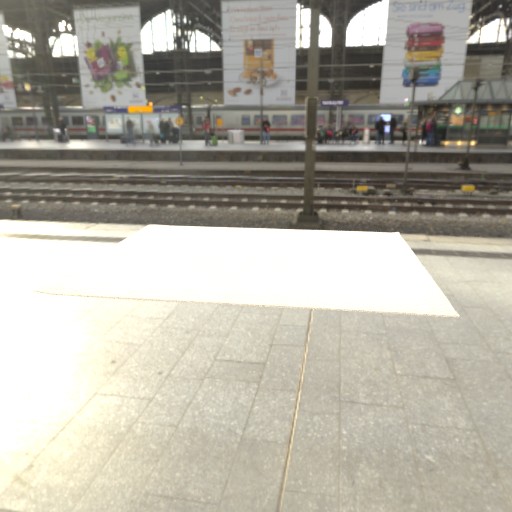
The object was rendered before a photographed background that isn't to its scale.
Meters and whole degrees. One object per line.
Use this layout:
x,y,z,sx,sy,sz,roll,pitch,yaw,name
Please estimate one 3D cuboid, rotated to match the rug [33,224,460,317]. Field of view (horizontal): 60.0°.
0.000,0.000,4.033,2.897,0.035,2.277,2,17,8,rug
